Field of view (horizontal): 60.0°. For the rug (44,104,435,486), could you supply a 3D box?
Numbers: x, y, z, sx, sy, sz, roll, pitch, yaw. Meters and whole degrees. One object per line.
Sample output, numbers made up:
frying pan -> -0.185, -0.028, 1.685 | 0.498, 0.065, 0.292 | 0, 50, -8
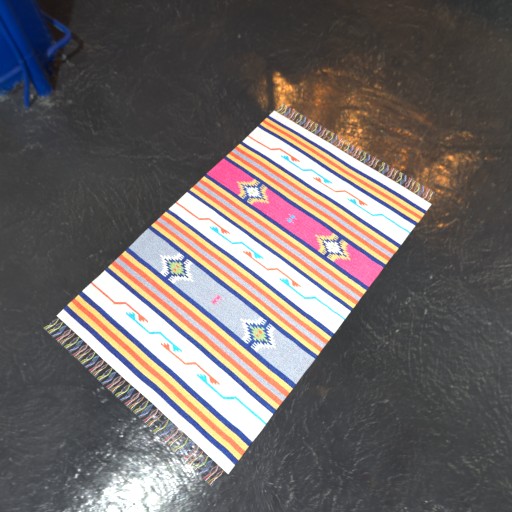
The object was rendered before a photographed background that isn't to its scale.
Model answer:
rug -> 0.000, 0.000, 2.253 | 1.084, 0.013, 1.849 | 36, 69, 16
